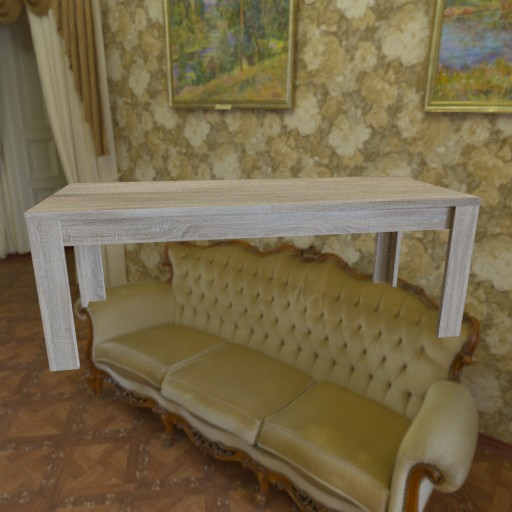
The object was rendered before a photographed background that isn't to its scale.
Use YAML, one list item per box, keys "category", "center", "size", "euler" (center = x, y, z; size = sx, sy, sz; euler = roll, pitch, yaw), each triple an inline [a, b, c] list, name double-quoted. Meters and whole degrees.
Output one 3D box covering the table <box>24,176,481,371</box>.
- category: "table"
  center: [0.000, 0.000, 2.645]
  size: [2.200, 0.790, 0.900]
  euler: [-3, 18, -9]
